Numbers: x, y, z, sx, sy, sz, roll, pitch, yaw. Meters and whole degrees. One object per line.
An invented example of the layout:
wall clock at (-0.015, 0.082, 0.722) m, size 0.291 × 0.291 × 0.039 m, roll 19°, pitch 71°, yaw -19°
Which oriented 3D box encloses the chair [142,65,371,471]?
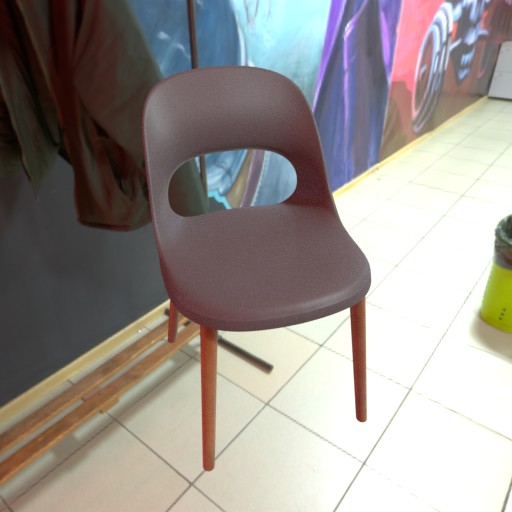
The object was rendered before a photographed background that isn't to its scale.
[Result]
chair at (0.000, 0.000, 1.098) m, size 0.470 × 0.795 × 0.556 m, roll -10°, pitch 33°, yaw -16°
